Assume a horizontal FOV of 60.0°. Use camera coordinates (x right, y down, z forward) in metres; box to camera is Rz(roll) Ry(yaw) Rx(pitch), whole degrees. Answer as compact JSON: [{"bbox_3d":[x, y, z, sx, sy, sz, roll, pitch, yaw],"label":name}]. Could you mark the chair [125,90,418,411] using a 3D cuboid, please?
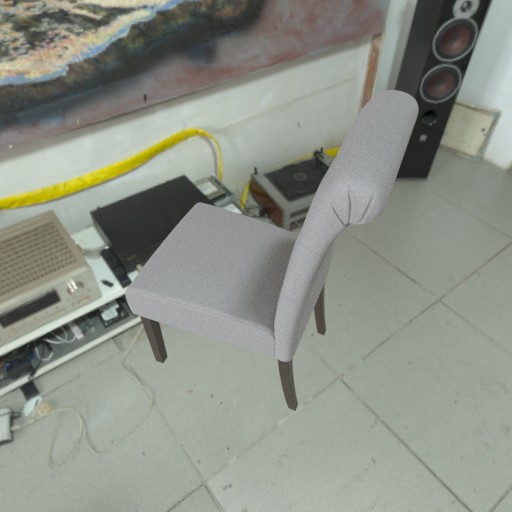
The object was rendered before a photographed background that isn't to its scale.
[{"bbox_3d":[0.000,0.000,1.332,0.671,1.006,0.456,17,48,16],"label":"chair"}]
